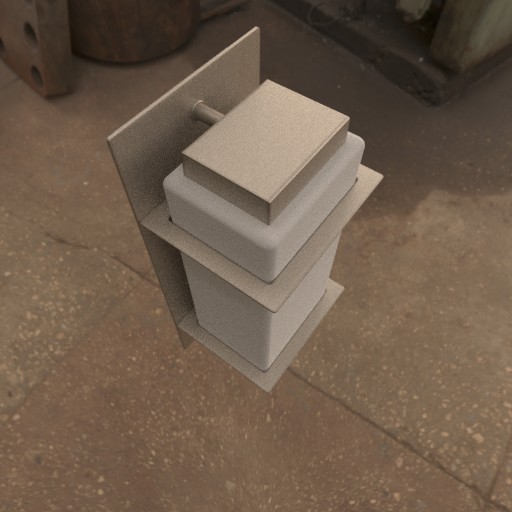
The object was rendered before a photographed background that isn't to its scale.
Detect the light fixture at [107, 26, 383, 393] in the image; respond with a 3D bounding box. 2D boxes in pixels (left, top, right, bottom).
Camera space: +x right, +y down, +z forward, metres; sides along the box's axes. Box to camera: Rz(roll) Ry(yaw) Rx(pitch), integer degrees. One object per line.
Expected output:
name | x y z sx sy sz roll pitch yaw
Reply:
light fixture | 0.000 0.000 0.469 0.160 0.380 0.168 32 63 19
